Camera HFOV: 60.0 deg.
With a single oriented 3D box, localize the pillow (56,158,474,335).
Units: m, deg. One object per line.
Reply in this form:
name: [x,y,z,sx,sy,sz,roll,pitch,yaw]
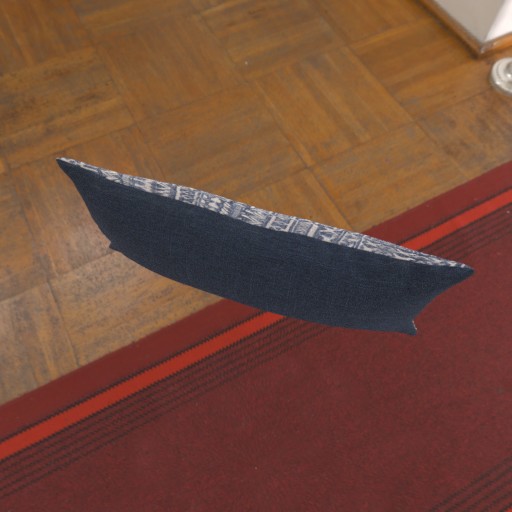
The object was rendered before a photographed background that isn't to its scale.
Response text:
pillow: [0.000,0.000,0.743,0.631,0.292,0.148,16,65,7]
